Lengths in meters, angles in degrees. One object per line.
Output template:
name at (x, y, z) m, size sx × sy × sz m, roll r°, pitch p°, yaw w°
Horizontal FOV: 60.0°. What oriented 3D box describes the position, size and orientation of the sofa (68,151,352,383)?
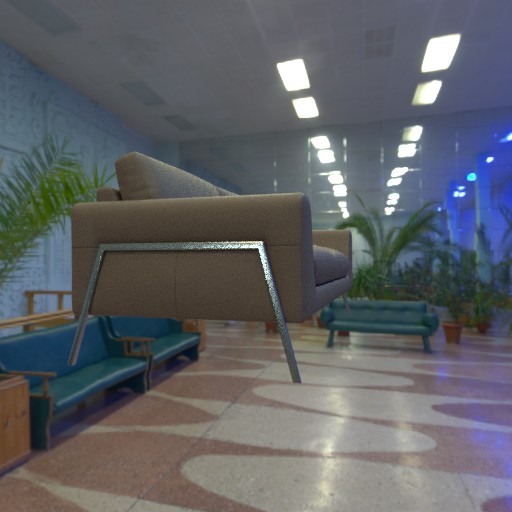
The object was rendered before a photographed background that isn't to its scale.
sofa at (0.000, 0.000, 2.568) m, size 0.953 × 0.875 × 2.017 m, roll 0°, pitch -1°, yaw 17°
